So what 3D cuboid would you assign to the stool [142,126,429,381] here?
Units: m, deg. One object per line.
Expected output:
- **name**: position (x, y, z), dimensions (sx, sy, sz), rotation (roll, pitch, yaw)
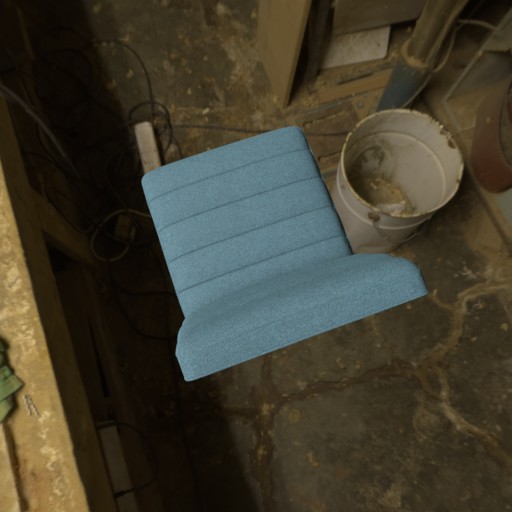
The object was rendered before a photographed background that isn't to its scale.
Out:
- **stool**: position (0.000, 0.000, 1.249), dimensions (0.460, 0.940, 0.560), rotation (-19, 76, -5)
